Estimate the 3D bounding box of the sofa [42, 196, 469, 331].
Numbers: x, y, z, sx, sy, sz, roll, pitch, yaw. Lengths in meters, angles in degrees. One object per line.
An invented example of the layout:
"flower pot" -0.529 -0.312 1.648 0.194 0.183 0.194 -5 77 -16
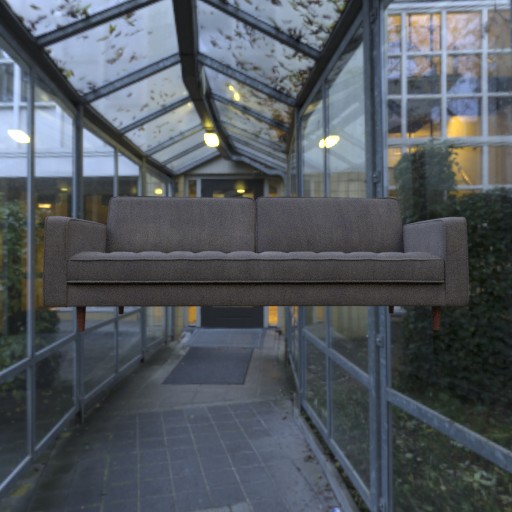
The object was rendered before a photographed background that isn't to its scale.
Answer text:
"sofa" 0.000 0.000 2.766 2.295 0.813 0.923 0 -1 -1
